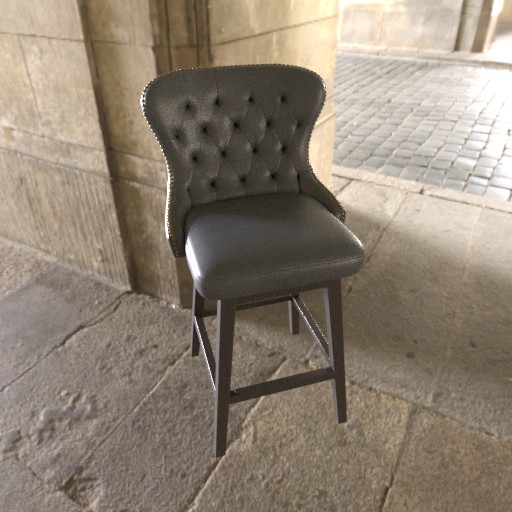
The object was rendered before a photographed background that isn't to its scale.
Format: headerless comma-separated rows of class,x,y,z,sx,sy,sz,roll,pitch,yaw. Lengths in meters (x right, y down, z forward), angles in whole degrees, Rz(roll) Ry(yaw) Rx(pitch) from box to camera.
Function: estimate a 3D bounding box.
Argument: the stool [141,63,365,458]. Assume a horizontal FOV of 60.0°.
stool,0.000,0.000,1.325,0.528,0.971,0.593,-9,35,-14
